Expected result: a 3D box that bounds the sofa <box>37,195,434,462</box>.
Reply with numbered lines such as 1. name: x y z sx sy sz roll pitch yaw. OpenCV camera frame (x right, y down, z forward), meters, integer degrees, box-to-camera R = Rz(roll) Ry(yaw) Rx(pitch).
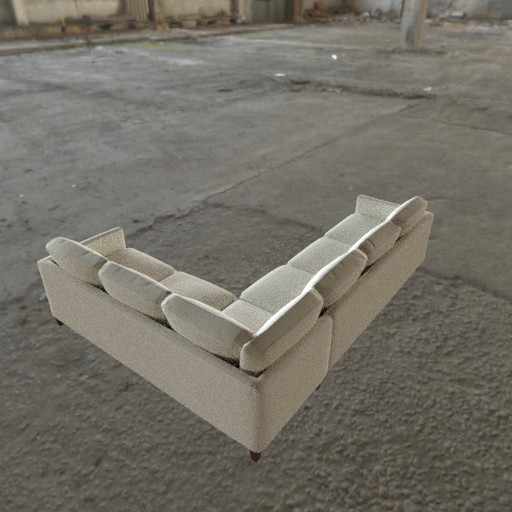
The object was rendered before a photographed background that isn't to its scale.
1. sofa: 0.000 0.000 4.605 2.593 0.947 3.302 21 37 32
